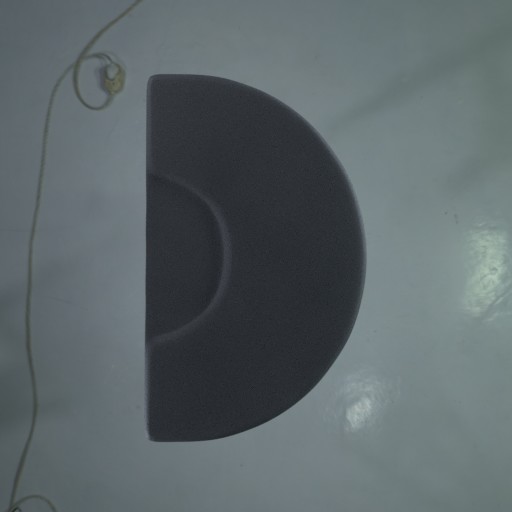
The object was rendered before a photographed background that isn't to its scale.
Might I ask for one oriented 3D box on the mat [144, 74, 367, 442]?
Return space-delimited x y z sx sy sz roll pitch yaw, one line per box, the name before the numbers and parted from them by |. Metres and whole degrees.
mat | 0.000 0.000 1.831 0.917 0.016 1.525 0 88 0
